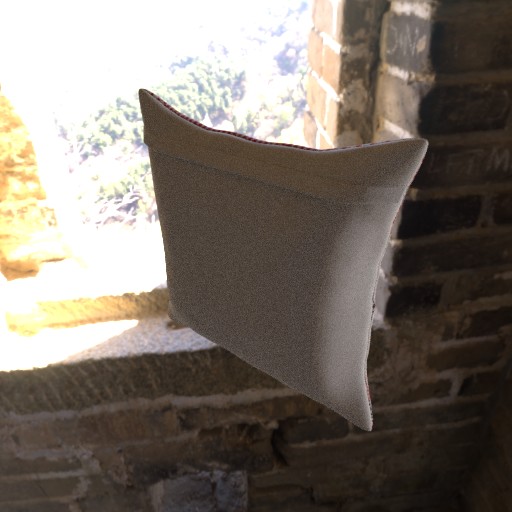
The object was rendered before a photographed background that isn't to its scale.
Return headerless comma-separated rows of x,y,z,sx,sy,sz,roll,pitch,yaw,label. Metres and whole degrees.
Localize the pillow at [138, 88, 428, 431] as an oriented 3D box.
0.000,0.000,0.698,0.463,0.454,0.160,22,37,32,pillow
